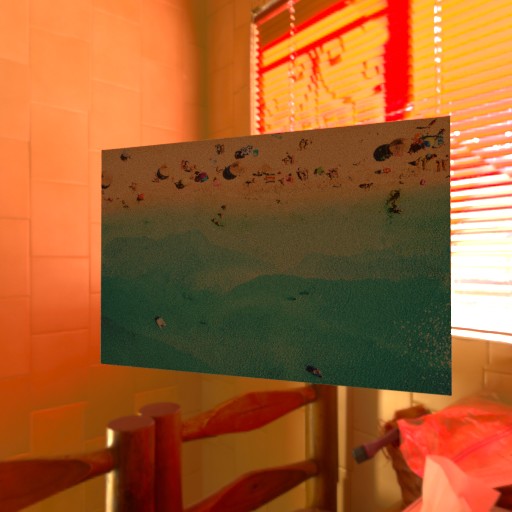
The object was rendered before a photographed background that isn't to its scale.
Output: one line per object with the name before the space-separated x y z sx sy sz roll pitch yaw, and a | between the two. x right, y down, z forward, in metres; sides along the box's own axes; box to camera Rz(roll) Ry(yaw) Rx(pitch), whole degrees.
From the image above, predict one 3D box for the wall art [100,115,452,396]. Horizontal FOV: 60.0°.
wall art | 0.000 0.000 0.757 0.609 0.406 0.039 0 -1 19
